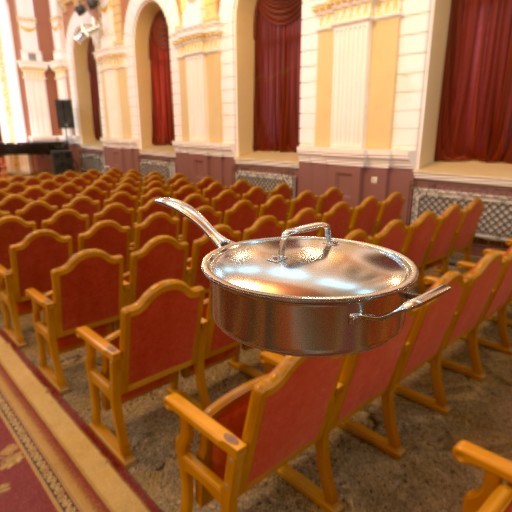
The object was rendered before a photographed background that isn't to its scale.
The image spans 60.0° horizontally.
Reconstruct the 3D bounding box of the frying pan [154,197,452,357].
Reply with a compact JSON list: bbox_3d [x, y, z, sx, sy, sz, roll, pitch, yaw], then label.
[{"bbox_3d":[0.000,0.000,0.583,0.245,0.111,0.492,-14,21,-40],"label":"frying pan"}]
